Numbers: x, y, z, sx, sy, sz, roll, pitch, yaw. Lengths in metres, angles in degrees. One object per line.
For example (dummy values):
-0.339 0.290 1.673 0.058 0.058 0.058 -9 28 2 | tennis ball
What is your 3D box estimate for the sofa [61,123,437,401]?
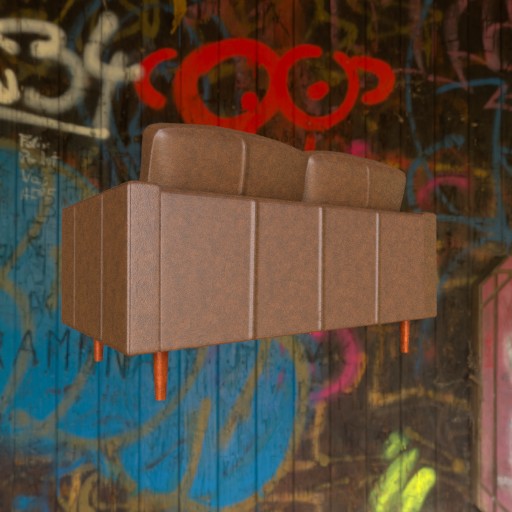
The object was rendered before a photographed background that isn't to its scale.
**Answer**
0.000 0.000 2.125 1.578 0.951 0.909 0 -1 -36 | sofa
